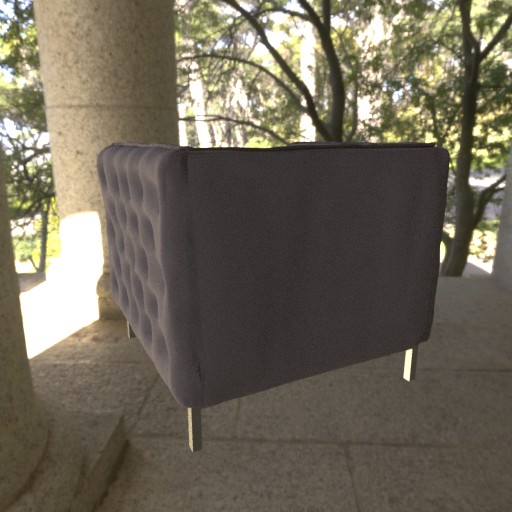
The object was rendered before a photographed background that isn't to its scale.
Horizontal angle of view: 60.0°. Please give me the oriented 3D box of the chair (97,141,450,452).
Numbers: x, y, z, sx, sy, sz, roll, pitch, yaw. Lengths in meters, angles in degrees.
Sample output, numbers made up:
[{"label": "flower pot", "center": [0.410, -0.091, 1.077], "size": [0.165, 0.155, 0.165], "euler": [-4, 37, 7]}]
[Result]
[{"label": "chair", "center": [0.000, 0.000, 1.617], "size": [0.946, 0.807, 0.913], "euler": [-7, 16, -26]}]
